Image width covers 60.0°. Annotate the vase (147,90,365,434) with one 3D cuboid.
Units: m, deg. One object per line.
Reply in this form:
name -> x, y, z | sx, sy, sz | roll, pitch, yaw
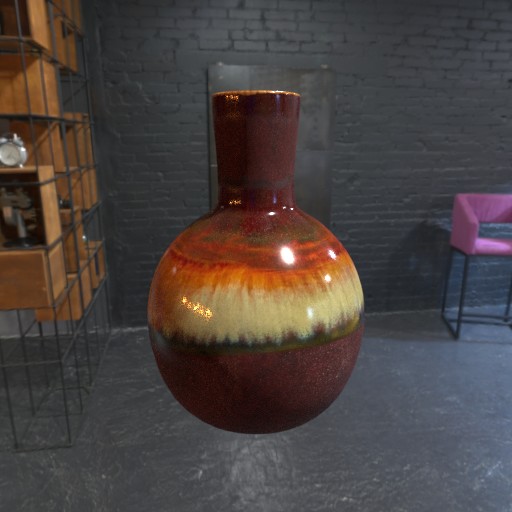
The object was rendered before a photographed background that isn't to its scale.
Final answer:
vase -> 0.000, 0.000, 0.225 | 0.111, 0.154, 0.111 | 0, 15, 0
